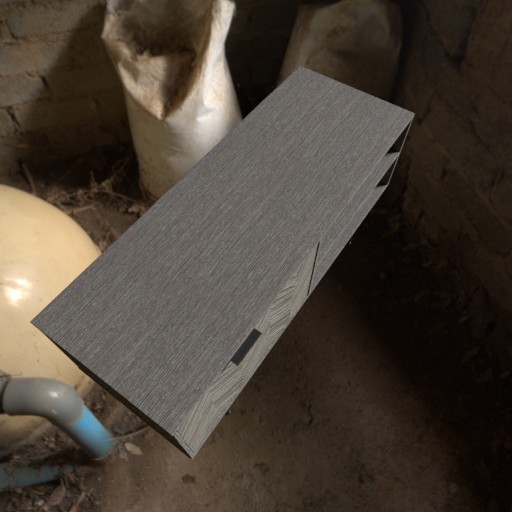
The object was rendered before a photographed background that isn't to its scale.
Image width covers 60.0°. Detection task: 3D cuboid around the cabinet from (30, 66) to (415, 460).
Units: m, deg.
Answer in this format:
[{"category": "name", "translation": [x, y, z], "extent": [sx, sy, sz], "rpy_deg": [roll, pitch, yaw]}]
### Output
[{"category": "cabinet", "translation": [0.000, 0.000, 1.593], "extent": [0.500, 0.599, 1.300], "rpy_deg": [31, 63, 18]}]
